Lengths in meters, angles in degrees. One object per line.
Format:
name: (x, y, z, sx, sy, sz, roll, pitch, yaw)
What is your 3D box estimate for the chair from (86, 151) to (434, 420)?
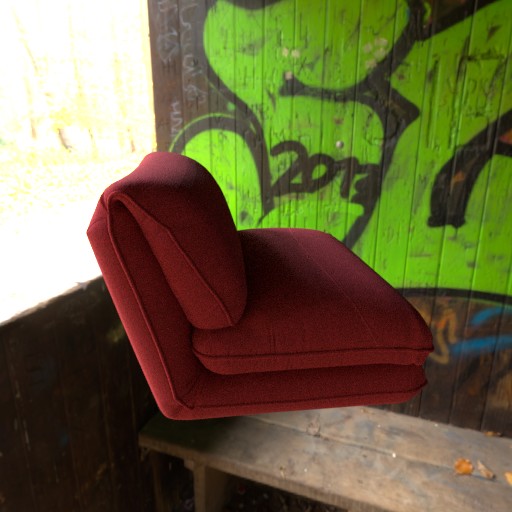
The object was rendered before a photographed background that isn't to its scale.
chair: (0.000, 0.000, 1.332, 0.780, 0.580, 0.820, -2, 18, -7)
